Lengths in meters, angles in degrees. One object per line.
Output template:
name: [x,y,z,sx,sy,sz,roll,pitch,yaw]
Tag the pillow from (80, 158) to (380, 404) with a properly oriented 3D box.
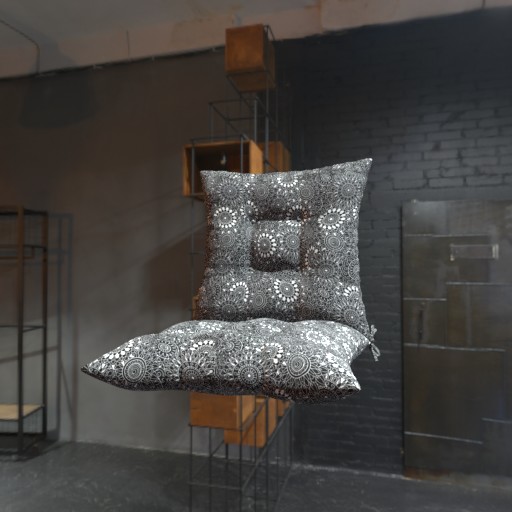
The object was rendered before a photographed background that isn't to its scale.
pillow: [0.000,0.000,1.021,0.541,0.536,0.585,-1,-2,17]
